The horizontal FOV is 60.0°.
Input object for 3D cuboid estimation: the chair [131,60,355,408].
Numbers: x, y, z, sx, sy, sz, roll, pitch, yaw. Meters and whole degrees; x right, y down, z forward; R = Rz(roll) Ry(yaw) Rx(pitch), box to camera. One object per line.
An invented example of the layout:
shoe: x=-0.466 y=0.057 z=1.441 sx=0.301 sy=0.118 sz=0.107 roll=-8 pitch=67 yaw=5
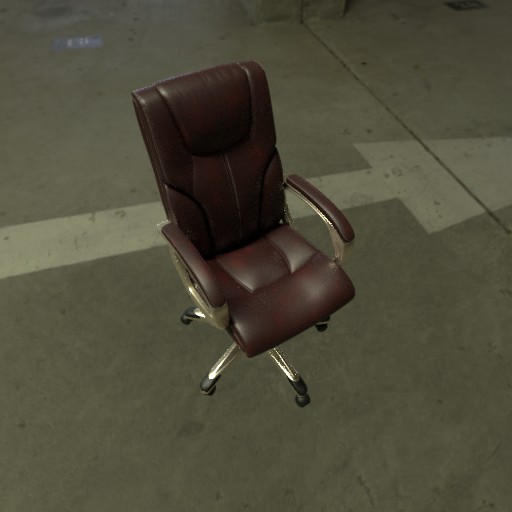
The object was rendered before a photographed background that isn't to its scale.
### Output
chair: x=0.000 y=0.000 z=1.609 sx=0.662 sy=1.107 sz=0.739 roll=-25 pitch=50 yaw=-23
